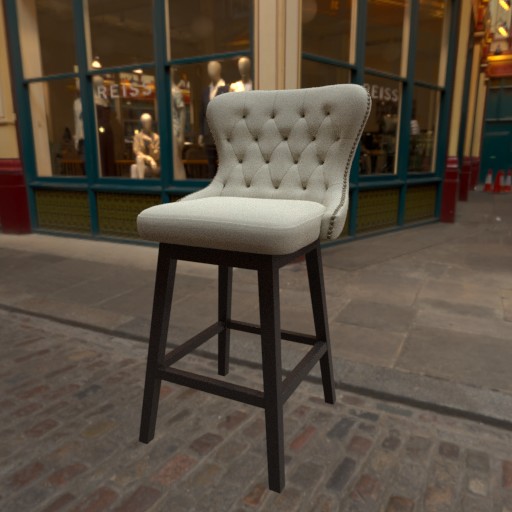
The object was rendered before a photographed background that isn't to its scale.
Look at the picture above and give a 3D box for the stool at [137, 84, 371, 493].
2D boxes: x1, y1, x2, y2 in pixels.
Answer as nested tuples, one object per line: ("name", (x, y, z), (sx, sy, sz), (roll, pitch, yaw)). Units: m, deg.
("stool", (0.000, 0.000, 1.273), (0.528, 0.971, 0.593), (7, 15, 26))
